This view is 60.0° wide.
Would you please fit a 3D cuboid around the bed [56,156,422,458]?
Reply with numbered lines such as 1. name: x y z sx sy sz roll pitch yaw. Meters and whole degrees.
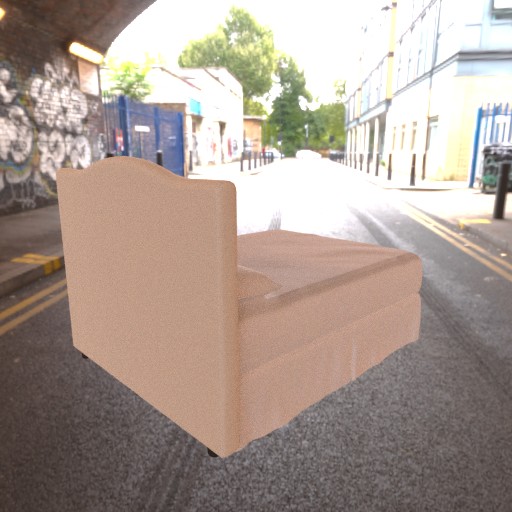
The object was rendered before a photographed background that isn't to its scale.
1. bed: 0.000 0.000 3.270 2.143 1.460 1.753 -13 19 -43
